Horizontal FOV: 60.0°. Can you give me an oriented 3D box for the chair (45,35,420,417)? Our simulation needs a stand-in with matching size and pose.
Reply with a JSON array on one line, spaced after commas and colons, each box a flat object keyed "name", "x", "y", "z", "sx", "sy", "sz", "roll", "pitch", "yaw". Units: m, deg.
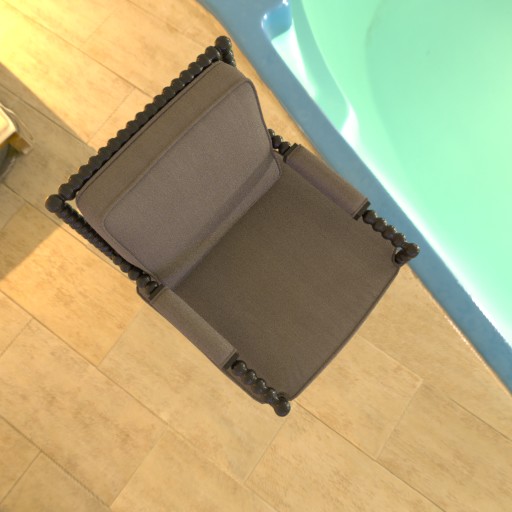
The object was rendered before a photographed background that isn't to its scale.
[{"name": "chair", "x": 0.000, "y": 0.000, "z": 1.115, "sx": 0.622, "sy": 0.661, "sz": 0.540, "roll": 41, "pitch": 79, "yaw": 9}]
